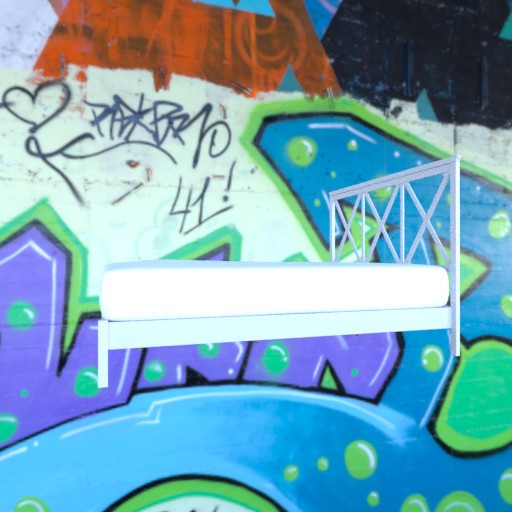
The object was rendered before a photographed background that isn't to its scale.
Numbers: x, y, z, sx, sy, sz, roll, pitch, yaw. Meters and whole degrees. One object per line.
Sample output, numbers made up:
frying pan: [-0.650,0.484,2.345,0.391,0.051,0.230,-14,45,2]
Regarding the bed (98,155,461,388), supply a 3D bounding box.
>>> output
bed: [0.000,0.000,3.210,2.135,1.253,1.673,0,0,-19]
